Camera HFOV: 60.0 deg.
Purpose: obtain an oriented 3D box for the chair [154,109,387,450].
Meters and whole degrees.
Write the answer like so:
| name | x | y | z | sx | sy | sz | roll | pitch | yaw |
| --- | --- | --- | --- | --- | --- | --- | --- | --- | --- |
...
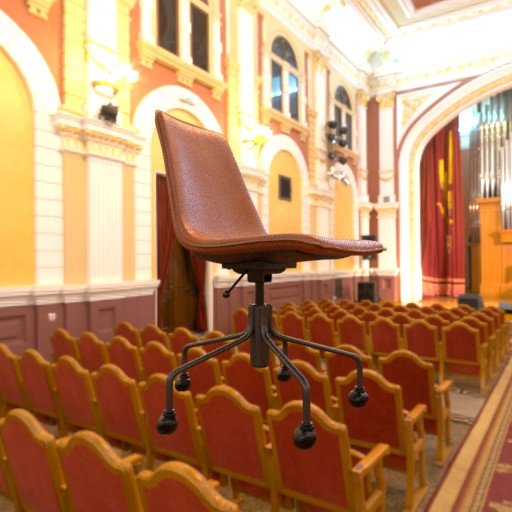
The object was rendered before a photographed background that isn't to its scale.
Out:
| name | x | y | z | sx | sy | sz | roll | pitch | yaw |
| --- | --- | --- | --- | --- | --- | --- | --- | --- | --- |
| chair | 0.000 | 0.000 | 1.345 | 0.660 | 0.920 | 0.651 | 0 | -1 | 35 |
